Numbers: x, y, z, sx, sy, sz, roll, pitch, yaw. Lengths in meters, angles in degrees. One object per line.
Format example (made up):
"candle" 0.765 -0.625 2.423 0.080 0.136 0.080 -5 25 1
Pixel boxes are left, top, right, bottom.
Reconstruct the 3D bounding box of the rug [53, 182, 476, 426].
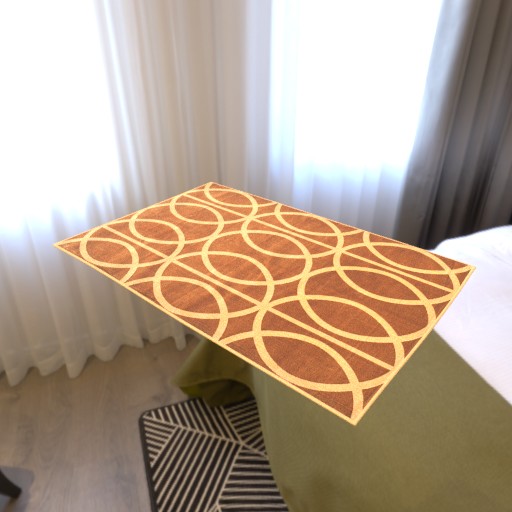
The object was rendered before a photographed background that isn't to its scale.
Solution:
"rug" 0.000 0.000 2.848 2.290 0.014 1.526 23 37 33
